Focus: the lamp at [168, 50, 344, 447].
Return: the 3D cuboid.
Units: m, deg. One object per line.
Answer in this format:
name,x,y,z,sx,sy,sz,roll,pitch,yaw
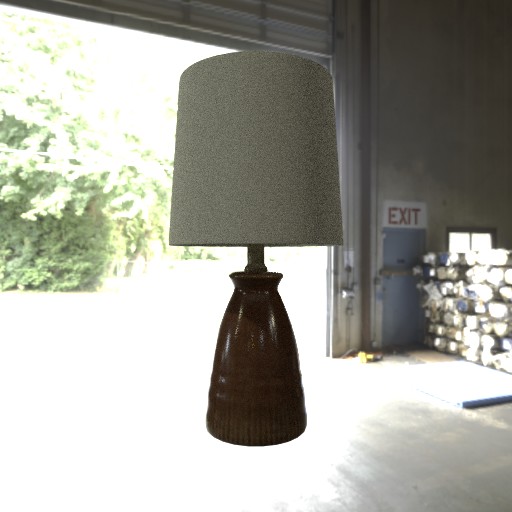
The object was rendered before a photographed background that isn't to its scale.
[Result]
lamp,0.000,0.000,0.480,0.186,0.369,0.186,0,0,0
